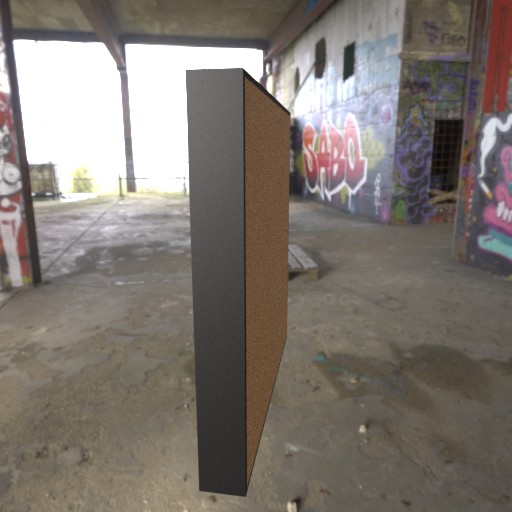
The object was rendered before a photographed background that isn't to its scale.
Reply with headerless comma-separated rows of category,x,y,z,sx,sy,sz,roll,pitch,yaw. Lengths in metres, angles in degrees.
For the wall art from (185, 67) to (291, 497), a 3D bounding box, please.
wall art,0.000,0.000,0.449,0.037,0.303,0.304,2,13,9
